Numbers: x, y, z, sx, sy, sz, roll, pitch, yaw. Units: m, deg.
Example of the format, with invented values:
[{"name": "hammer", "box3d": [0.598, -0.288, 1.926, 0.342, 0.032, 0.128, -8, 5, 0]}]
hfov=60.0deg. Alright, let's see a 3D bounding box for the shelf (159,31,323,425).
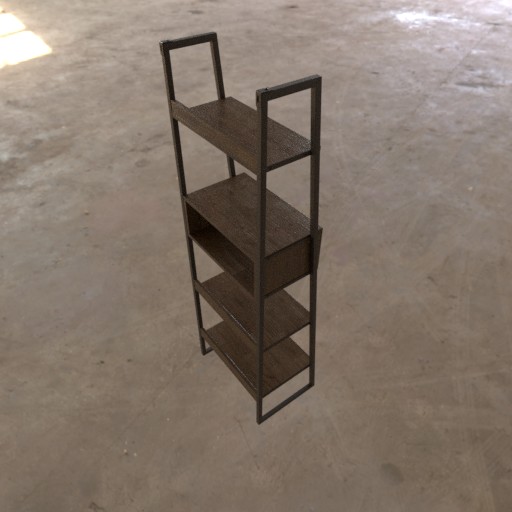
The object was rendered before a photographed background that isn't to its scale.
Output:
[{"name": "shelf", "box3d": [0.000, 0.000, 2.285, 0.454, 2.005, 0.652, -26, 48, -27]}]
